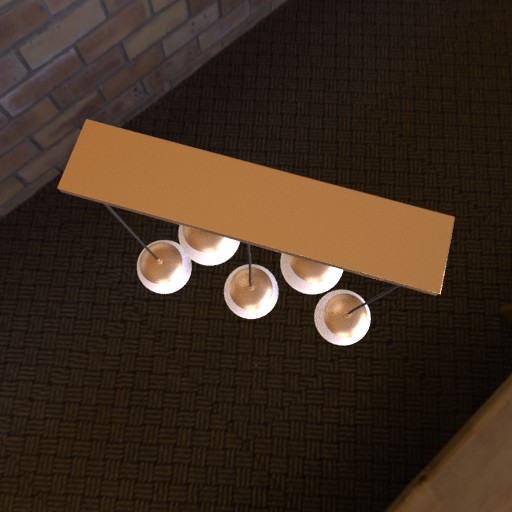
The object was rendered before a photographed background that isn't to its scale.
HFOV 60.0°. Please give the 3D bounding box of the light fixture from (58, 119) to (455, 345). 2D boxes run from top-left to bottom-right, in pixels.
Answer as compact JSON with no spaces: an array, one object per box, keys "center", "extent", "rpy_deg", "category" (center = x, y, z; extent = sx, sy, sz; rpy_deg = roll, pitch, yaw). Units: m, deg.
[{"center":[0.000,0.000,1.285],"extent":[0.863,0.869,0.299],"rpy_deg":[16,77,4],"category":"light fixture"}]
